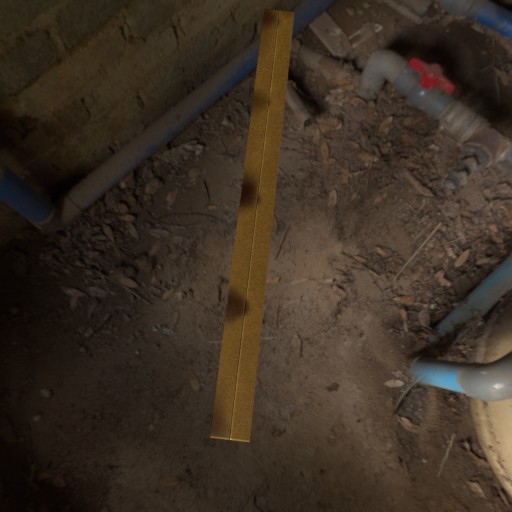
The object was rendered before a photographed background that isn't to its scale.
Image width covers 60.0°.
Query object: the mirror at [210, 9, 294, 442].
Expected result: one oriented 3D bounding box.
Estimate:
[{"bbox_3d":[0.000,0.000,0.737,0.042,0.507,0.509,6,75,2],"label":"mirror"}]
